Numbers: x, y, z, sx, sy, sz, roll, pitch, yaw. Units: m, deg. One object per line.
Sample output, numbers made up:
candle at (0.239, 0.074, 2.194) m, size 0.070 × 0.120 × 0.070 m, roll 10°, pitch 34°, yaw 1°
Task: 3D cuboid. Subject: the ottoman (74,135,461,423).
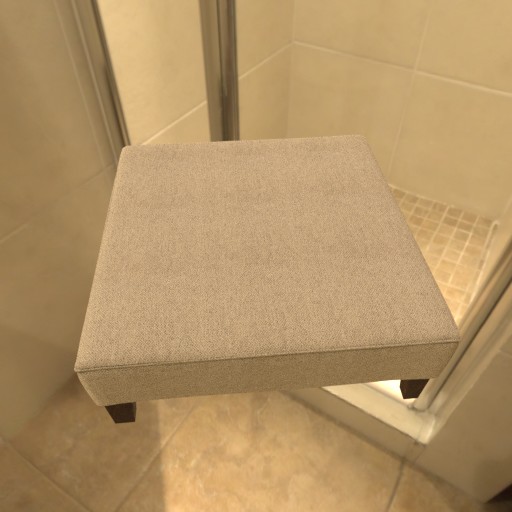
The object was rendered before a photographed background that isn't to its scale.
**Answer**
ottoman at (0.000, 0.000, 1.524) m, size 0.973 × 0.381 × 0.982 m, roll -4°, pitch 46°, yaw -3°
